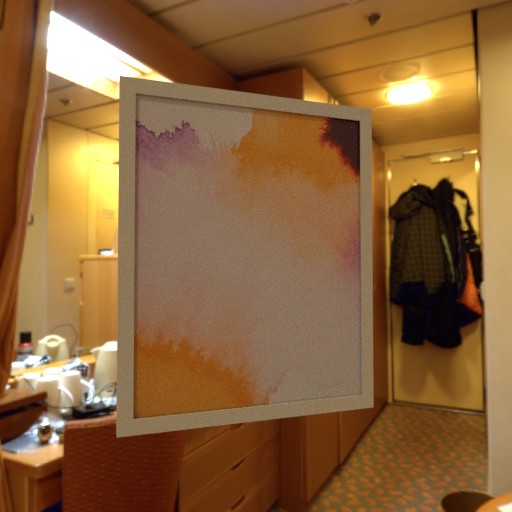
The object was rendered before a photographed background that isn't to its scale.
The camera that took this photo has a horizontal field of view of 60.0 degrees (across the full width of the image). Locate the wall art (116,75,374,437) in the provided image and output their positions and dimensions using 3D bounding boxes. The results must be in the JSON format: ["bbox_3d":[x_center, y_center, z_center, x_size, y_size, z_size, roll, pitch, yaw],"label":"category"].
[{"bbox_3d":[0.000,0.000,1.112,0.661,0.811,0.026,1,-2,-19],"label":"wall art"}]
